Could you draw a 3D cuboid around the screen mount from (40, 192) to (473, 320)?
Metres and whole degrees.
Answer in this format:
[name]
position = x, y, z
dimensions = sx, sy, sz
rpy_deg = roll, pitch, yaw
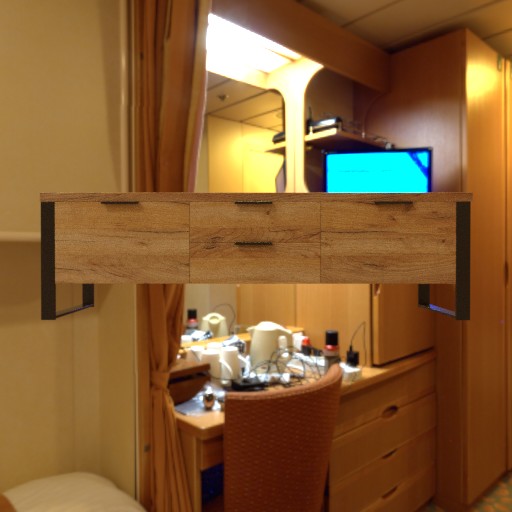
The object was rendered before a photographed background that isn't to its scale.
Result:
[screen mount]
position = 0.000, 0.000, 1.743
dimensions = 1.524, 0.450, 0.395
rpy_deg = 0, 1, 0
